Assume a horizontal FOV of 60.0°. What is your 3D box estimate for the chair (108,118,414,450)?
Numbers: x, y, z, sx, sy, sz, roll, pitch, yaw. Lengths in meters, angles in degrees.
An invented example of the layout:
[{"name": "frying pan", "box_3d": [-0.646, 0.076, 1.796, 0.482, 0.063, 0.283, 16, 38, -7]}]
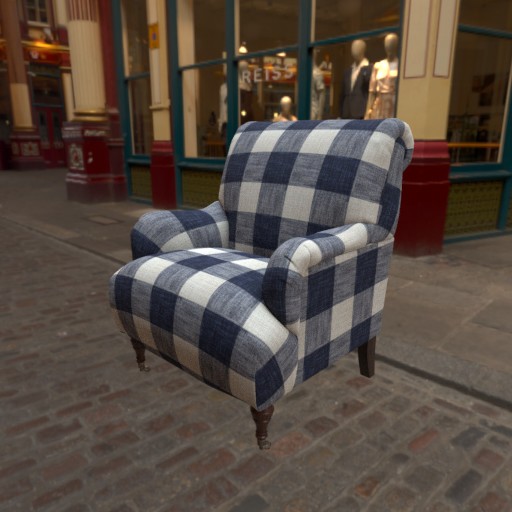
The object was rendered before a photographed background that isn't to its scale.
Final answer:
[{"name": "chair", "box_3d": [0.000, 0.000, 1.604, 0.781, 0.953, 0.848, 14, 21, 42]}]
